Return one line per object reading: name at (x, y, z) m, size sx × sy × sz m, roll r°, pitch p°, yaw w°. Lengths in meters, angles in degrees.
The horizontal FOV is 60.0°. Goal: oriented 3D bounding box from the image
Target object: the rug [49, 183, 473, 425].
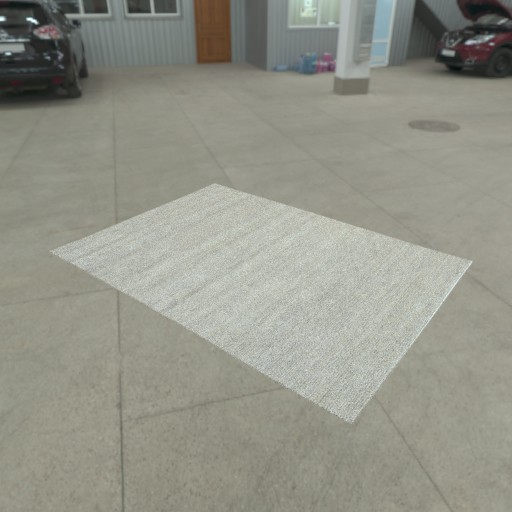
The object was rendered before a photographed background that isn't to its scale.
rug at (0.000, 0.000, 2.894) m, size 2.264 × 0.030 × 1.624 m, roll 22°, pitch 36°, yaw 33°
